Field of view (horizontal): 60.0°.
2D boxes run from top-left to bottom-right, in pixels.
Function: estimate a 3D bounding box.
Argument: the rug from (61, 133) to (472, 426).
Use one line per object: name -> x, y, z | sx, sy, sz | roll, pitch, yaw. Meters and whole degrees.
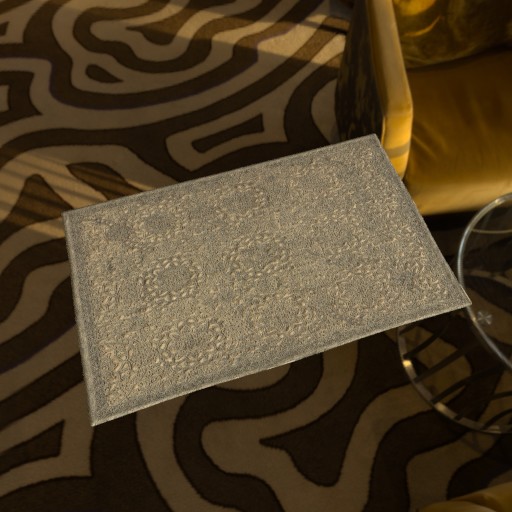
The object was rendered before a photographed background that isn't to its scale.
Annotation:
rug -> 0.000, 0.000, 3.066 | 2.498, 0.022, 1.535 | -16, 64, -8
